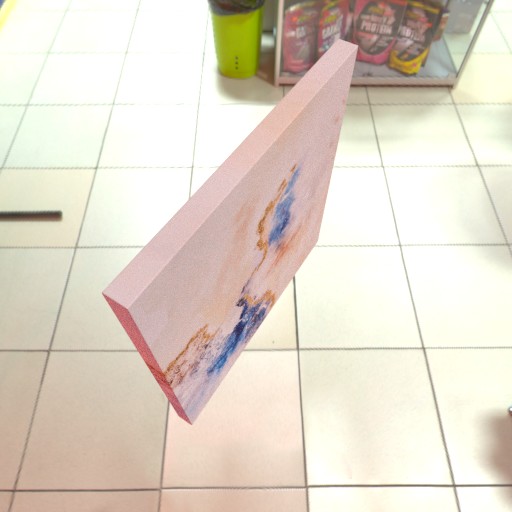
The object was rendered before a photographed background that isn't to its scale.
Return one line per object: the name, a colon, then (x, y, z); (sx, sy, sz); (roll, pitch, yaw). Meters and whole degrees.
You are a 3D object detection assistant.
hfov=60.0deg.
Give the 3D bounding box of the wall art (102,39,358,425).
wall art: (0.000, 0.000, 1.576); (0.071, 1.061, 1.061); (28, 62, 17)
